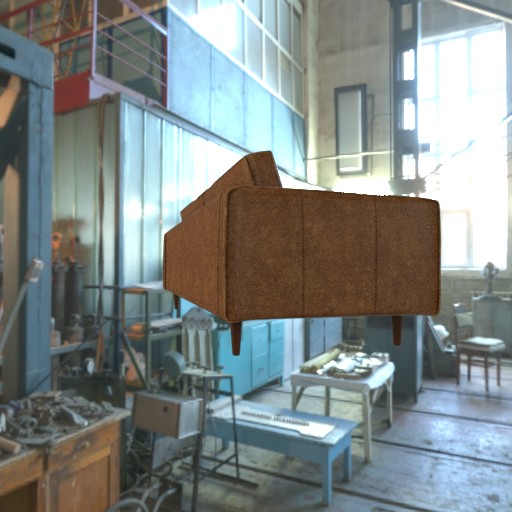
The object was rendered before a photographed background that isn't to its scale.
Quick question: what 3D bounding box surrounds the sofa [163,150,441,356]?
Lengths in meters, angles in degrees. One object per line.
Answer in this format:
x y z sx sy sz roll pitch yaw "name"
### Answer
0.000 0.000 2.621 0.886 0.779 2.199 0 -1 -17 "sofa"
